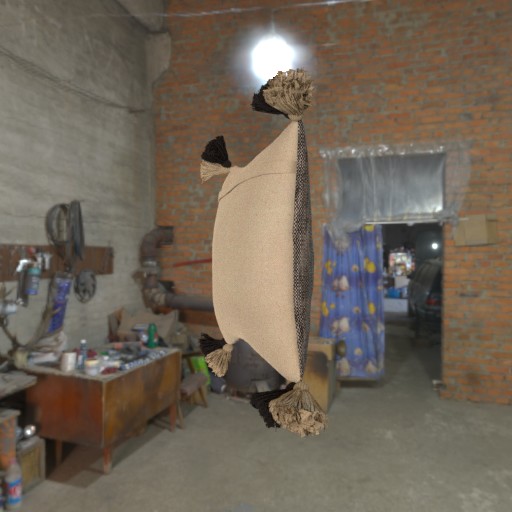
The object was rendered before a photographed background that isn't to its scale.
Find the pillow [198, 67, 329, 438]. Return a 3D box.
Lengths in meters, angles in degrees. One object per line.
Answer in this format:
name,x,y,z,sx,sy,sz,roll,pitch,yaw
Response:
pillow,0.000,0.000,1.004,0.170,0.659,0.654,0,-1,-18
